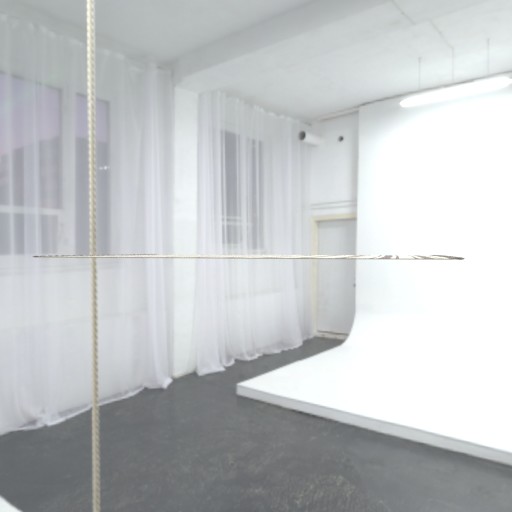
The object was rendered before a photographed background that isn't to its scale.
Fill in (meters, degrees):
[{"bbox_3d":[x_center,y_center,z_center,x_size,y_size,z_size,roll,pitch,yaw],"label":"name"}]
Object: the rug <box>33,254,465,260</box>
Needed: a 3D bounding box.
[{"bbox_3d":[0.000,0.000,2.592,2.096,0.011,1.229,0,1,18],"label":"rug"}]
